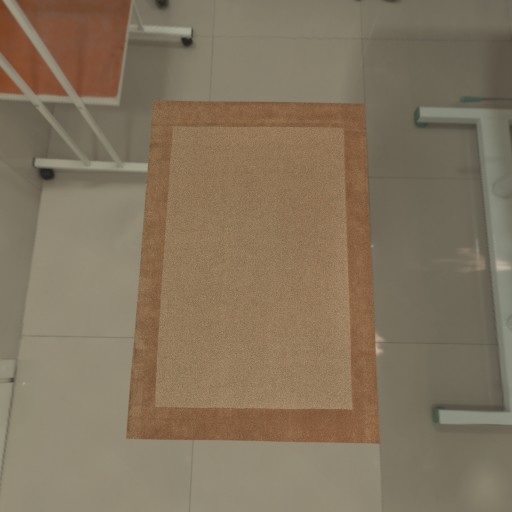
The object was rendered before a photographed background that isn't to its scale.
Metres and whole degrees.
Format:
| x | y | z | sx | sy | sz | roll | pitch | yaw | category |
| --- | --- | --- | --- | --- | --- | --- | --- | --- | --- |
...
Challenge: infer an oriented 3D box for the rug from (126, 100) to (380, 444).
| x | y | z | sx | sy | sz | roll | pitch | yaw | category |
| --- | --- | --- | --- | --- | --- | --- | --- | --- | --- |
| 0.000 | 0.000 | 2.341 | 1.219 | 0.014 | 1.829 | 1 | 76 | 0 | rug |
